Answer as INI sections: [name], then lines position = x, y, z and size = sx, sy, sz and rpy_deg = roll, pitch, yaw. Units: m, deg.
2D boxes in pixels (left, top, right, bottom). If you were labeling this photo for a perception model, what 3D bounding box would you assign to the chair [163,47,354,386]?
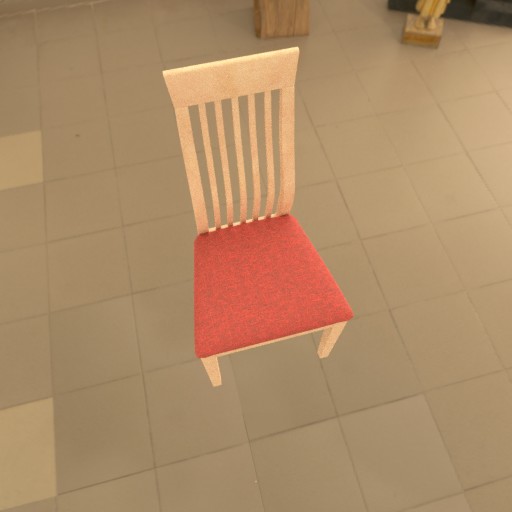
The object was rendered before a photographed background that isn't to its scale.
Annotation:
[chair]
position = 0.000, 0.000, 1.285
size = 0.460, 1.027, 0.474
rpy_deg = -13, 64, -7
